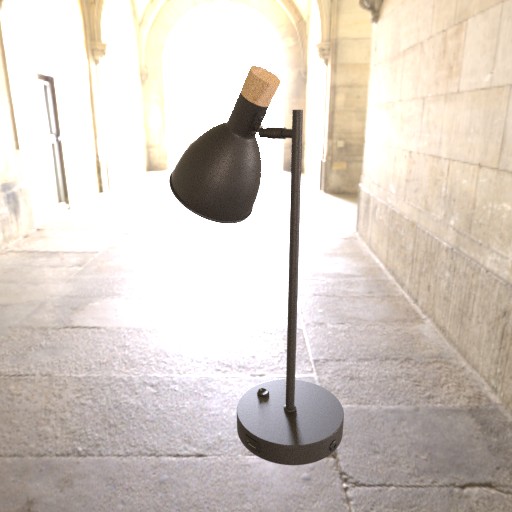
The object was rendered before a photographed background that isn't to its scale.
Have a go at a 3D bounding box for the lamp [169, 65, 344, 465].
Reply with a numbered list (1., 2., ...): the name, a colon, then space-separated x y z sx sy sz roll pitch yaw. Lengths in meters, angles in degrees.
1. lamp: 0.000 0.000 0.607 0.287 0.483 0.152 16 23 42
